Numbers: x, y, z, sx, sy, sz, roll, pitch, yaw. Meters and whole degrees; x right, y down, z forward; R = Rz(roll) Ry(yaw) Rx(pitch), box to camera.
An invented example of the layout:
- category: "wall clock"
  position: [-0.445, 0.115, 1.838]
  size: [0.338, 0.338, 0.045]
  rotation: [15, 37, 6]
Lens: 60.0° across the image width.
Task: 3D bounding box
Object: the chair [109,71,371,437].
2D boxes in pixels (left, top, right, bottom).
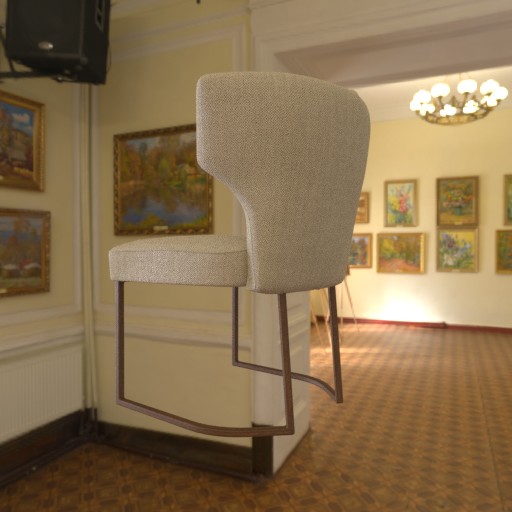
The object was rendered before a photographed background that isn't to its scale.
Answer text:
- category: "chair"
  position: [0.000, 0.000, 1.250]
  size: [0.617, 0.824, 0.611]
  rotation: [1, 2, 37]
